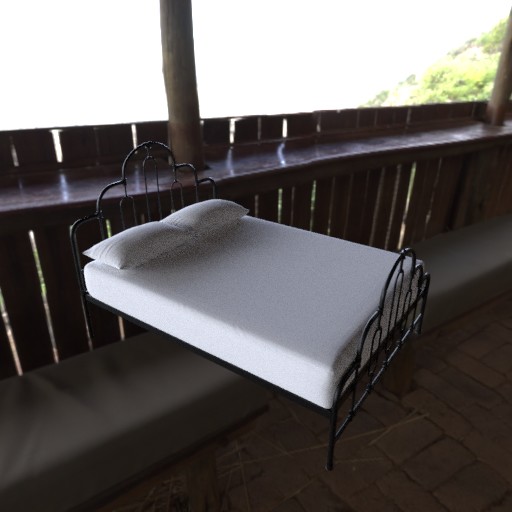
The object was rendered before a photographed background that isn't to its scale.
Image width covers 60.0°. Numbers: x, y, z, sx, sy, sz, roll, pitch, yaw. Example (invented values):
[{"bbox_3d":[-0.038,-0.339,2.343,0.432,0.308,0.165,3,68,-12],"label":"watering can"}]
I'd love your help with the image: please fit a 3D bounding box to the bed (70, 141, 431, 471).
[{"bbox_3d":[0.000,0.000,3.310,2.181,1.444,1.626,17,30,32],"label":"bed"}]
